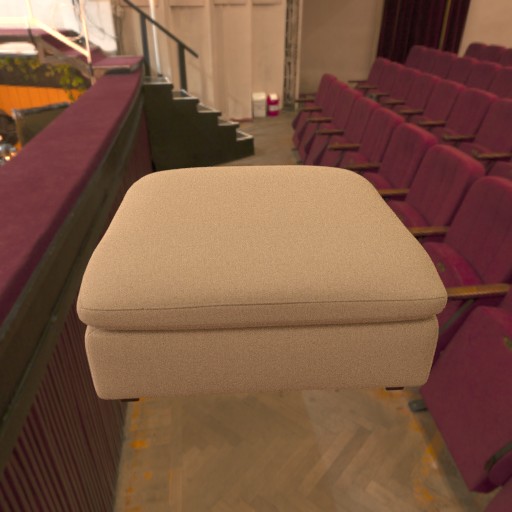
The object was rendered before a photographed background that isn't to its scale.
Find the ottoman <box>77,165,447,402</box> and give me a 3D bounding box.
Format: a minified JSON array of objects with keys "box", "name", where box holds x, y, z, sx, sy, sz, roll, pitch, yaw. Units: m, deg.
[{"box":[0.000,0.000,1.582,0.996,0.467,0.977,-2,29,-3],"name":"ottoman"}]
